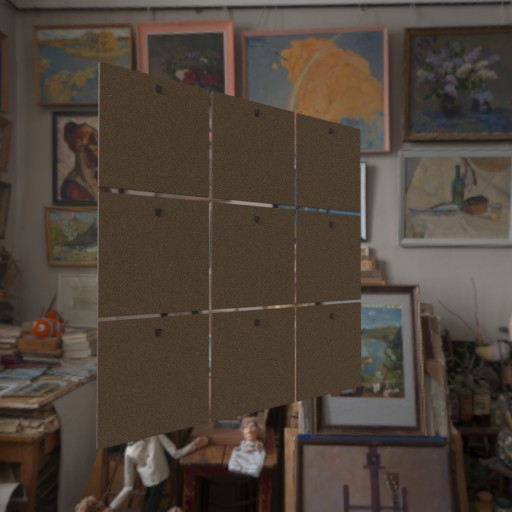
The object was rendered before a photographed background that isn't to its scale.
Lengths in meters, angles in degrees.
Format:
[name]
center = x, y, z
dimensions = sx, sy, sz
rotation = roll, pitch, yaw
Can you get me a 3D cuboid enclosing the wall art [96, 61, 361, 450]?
[wall art]
center = 0.000, 0.000, 2.197
dimensions = 1.533, 1.532, 0.019
rotation = 1, -1, -36
